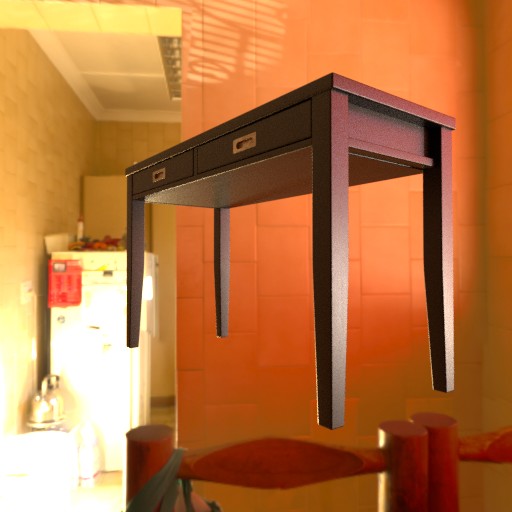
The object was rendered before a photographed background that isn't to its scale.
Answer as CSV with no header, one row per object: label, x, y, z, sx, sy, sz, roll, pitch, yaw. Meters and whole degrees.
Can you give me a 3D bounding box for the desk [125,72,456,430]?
desk,0.000,0.000,1.589,0.508,0.775,1.220,1,-1,-37
